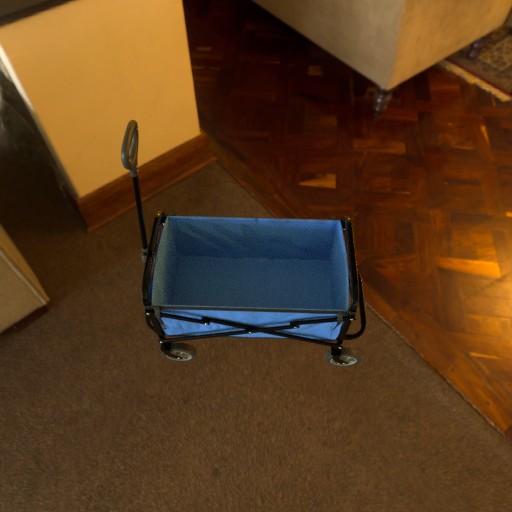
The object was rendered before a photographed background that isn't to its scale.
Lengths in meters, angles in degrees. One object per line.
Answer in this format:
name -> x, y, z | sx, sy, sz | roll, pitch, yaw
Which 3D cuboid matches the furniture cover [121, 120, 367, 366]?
furniture cover -> 0.000, 0.000, 1.822 | 1.038, 1.295, 0.532 | 2, 57, 1
